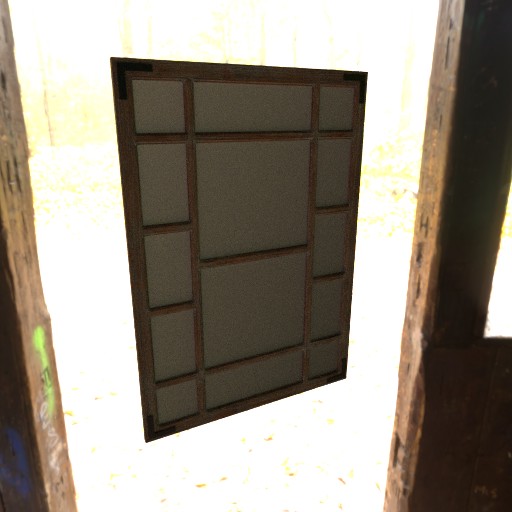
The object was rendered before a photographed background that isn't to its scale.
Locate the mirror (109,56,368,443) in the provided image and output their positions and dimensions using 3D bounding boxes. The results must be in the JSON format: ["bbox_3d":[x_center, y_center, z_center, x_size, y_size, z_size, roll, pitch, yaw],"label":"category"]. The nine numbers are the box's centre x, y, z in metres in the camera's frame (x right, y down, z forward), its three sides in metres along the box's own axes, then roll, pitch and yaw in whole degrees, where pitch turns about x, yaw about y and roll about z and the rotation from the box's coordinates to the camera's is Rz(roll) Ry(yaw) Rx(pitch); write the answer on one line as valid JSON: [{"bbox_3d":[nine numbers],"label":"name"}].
[{"bbox_3d":[0.000,0.000,1.253,0.705,0.996,0.025,-9,19,-26],"label":"mirror"}]
